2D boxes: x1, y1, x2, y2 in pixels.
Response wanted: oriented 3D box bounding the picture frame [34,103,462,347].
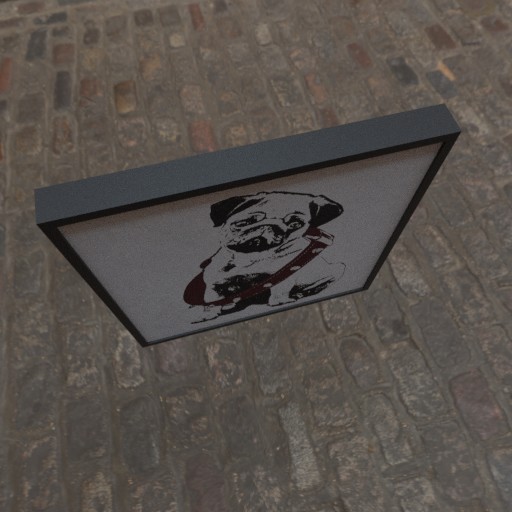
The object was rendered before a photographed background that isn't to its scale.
[{"bbox_3d":[0.000,0.000,0.467,0.317,0.317,0.030,-14,64,-7],"label":"picture frame"}]
